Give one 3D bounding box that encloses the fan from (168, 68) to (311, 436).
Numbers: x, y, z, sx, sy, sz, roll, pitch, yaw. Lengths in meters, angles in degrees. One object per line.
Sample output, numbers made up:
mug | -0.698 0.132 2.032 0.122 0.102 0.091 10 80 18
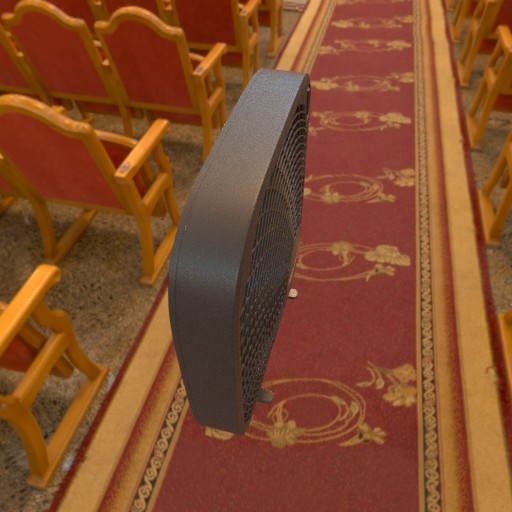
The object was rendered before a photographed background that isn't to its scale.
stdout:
fan | 0.000 0.000 0.792 0.142 0.533 0.526 10 48 9
